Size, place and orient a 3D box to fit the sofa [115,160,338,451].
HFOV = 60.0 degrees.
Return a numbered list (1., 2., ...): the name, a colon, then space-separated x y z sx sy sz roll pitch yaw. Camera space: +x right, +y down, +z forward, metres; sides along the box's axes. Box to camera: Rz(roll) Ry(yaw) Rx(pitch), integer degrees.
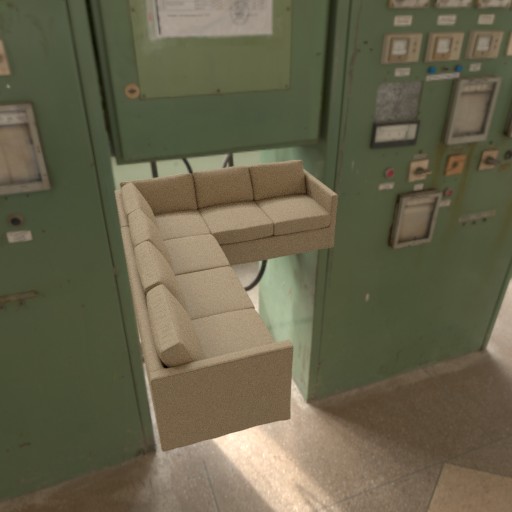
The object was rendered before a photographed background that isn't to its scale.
1. sofa: 0.000 0.000 4.364 2.432 0.871 3.182 -10 32 -17
